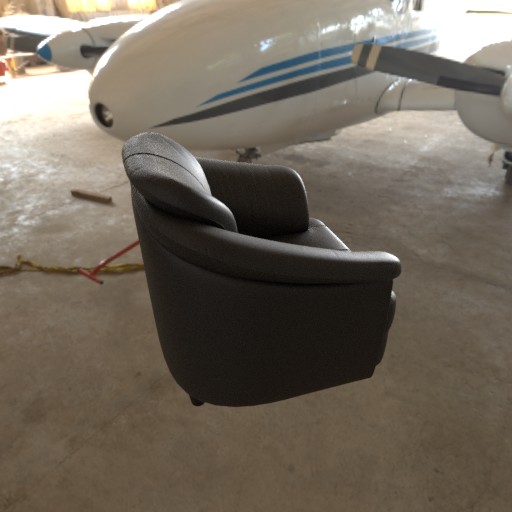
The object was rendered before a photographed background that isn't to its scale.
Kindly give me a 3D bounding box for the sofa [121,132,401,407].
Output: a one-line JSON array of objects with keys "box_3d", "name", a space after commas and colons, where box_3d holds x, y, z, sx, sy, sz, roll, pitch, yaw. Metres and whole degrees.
[{"box_3d": [0.000, 0.000, 1.559, 0.794, 0.811, 0.870, -10, 32, -16], "name": "sofa"}]
